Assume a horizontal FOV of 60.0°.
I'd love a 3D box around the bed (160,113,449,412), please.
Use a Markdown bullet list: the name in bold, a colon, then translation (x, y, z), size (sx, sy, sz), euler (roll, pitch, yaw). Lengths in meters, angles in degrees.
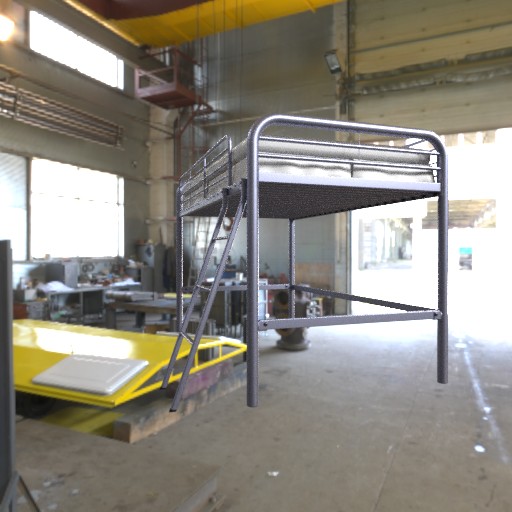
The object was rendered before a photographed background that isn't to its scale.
- **bed**: translation (0.000, 0.000, 2.951), size (1.415, 1.288, 1.965), euler (0, 1, -19)
